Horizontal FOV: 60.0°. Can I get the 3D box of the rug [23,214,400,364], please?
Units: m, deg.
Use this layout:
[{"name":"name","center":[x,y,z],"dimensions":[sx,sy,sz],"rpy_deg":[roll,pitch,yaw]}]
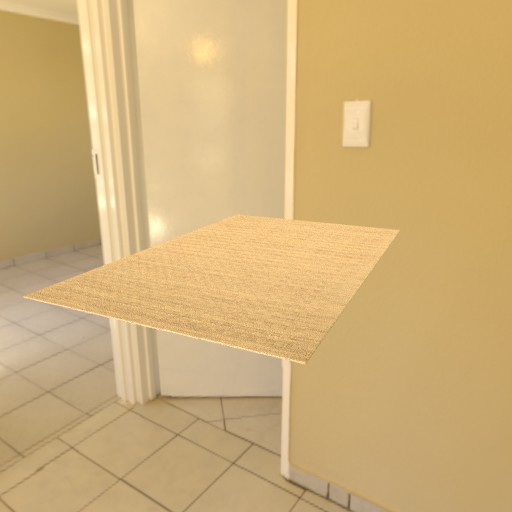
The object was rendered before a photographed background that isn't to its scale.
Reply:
[{"name":"rug","center":[0.000,0.000,2.223],"dimensions":[1.142,0.006,1.752],"rpy_deg":[8,18,24]}]
